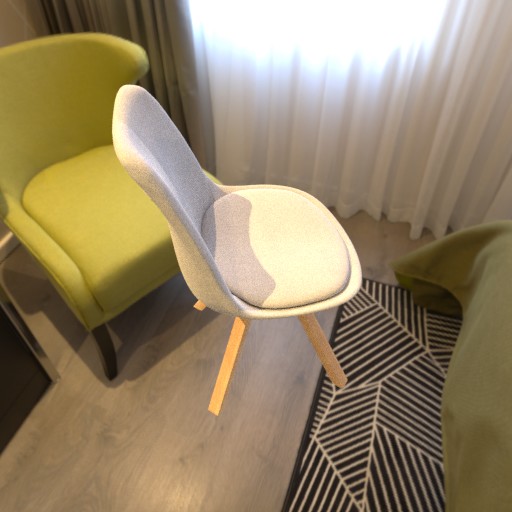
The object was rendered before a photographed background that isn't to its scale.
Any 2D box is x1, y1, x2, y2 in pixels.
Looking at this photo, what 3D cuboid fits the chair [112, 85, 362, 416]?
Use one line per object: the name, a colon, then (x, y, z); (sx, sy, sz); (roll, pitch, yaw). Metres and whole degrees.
chair: (0.000, 0.000, 1.170); (0.549, 0.863, 0.474); (-8, 47, -8)
